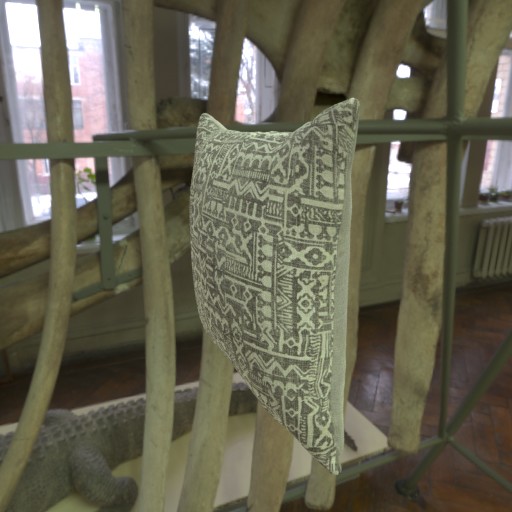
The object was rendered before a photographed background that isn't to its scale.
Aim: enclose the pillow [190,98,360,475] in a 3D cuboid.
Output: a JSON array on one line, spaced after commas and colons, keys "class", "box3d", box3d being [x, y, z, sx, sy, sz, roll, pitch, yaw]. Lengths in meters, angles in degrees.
[{"class": "pillow", "box3d": [0.000, 0.000, 0.765, 0.180, 0.487, 0.546, -7, 18, -23]}]
